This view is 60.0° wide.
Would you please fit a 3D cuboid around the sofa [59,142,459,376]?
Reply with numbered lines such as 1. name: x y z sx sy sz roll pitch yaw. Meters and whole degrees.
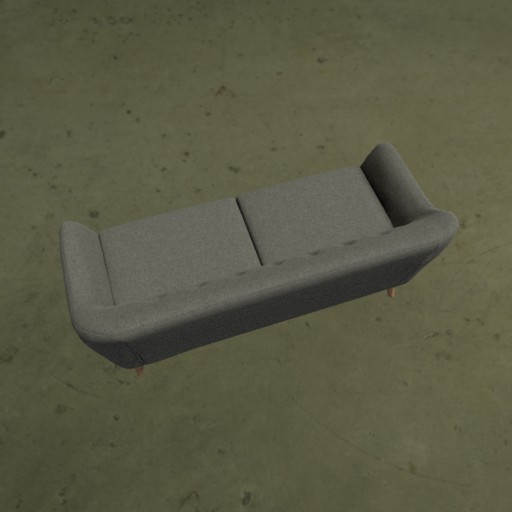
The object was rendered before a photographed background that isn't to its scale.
1. sofa: 0.000 0.000 2.293 1.840 0.820 0.820 -16 60 -9
